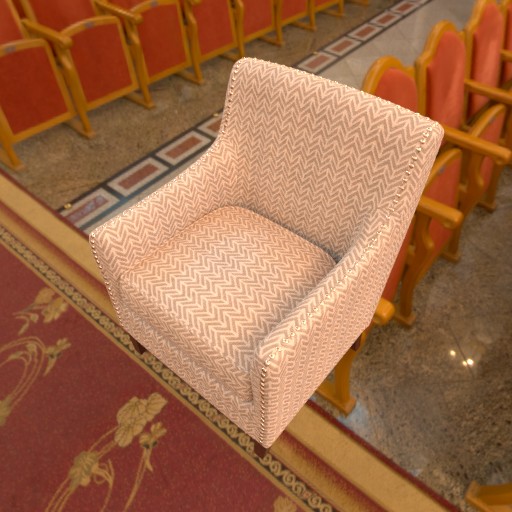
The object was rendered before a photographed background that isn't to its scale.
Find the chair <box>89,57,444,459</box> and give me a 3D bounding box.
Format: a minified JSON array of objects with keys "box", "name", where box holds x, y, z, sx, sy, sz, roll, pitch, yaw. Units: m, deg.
[{"box":[0.000,0.000,1.266,0.623,0.816,0.651,31,53,27],"name":"chair"}]
